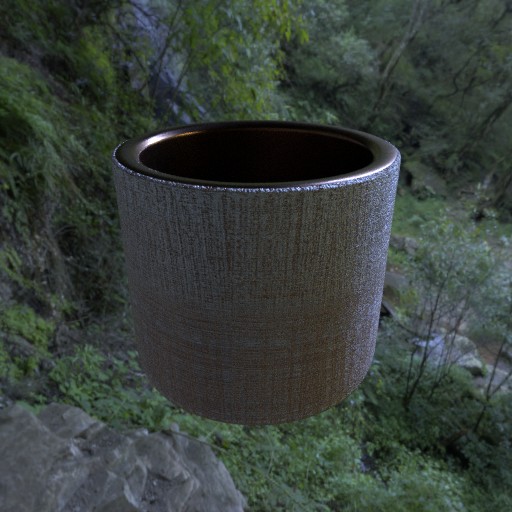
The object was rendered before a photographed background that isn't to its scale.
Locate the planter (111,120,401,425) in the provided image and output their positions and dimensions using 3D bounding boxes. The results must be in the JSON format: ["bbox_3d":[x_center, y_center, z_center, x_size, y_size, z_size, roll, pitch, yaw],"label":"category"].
[{"bbox_3d":[0.000,0.000,0.191,0.109,0.096,0.109,0,27,0],"label":"planter"}]
